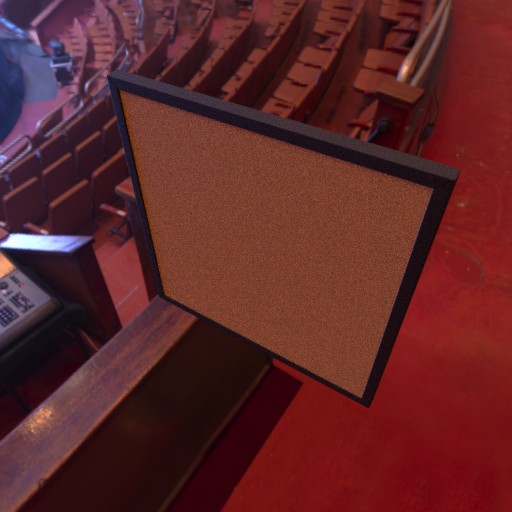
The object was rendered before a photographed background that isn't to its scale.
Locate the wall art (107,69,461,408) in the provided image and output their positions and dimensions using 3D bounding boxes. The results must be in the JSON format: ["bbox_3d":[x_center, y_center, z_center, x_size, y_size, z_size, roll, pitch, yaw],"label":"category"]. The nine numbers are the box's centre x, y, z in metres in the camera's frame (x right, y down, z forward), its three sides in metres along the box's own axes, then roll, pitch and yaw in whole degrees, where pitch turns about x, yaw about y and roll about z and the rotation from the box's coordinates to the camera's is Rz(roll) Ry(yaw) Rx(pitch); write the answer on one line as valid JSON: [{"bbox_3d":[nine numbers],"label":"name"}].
[{"bbox_3d":[0.000,0.000,1.119,0.763,0.763,0.037,24,49,22],"label":"wall art"}]
